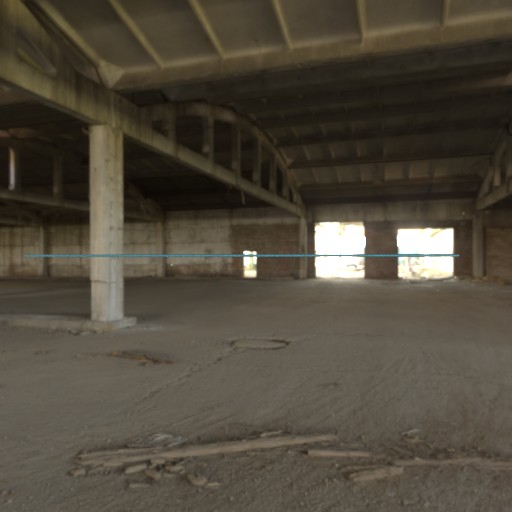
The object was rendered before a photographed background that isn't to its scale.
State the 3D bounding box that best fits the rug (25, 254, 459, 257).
[{"bbox_3d":[0.000,0.000,2.872,2.205,0.012,1.554,0,0,17],"label":"rug"}]
